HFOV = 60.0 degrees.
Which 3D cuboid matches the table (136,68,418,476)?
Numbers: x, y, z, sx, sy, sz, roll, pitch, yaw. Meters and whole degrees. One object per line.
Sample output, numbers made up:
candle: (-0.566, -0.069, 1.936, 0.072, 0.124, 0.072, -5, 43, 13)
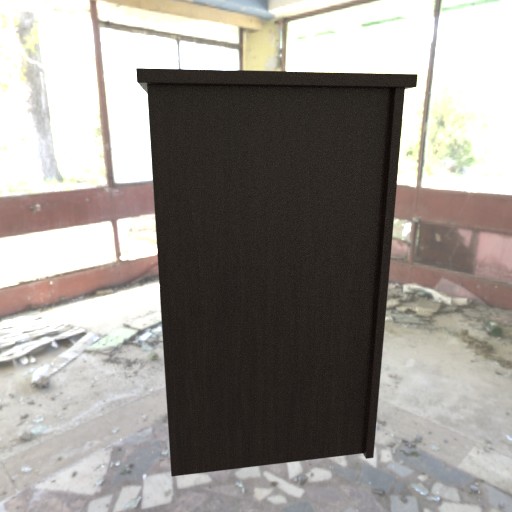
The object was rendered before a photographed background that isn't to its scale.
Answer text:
table: (0.000, 0.000, 0.892, 0.381, 0.635, 0.480, -3, 16, -9)
